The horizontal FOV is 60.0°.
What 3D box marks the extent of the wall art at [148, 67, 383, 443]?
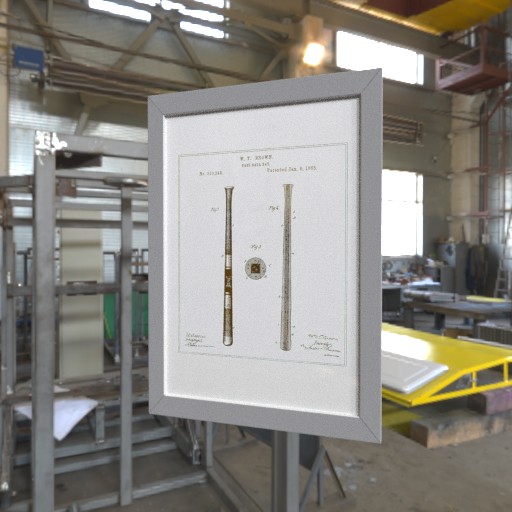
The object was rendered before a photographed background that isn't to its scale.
[{"bbox_3d":[0.000,0.000,0.684,0.374,0.529,0.012,0,1,18],"label":"wall art"}]
